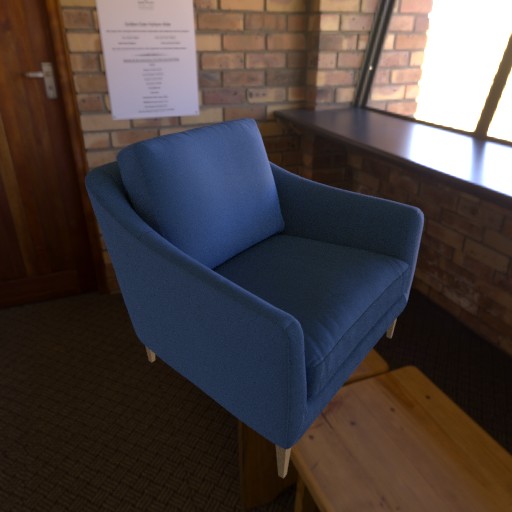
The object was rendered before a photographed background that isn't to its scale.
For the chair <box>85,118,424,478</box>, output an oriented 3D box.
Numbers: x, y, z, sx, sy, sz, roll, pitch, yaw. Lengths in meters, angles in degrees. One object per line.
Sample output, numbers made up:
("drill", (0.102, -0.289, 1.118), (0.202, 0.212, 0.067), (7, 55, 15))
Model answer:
("chair", (0.000, 0.000, 1.686), (0.961, 0.899, 0.987), (18, 32, 32))
